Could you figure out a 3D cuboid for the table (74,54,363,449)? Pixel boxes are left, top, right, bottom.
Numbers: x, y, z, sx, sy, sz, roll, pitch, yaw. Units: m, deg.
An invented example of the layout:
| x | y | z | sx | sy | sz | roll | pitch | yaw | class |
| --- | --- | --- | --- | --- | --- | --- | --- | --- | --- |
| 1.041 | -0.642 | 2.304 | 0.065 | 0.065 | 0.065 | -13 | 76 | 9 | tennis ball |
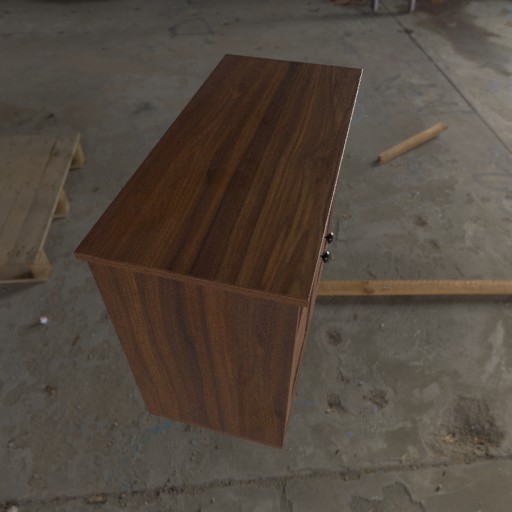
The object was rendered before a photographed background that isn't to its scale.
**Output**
| x | y | z | sx | sy | sz | roll | pitch | yaw | class |
| --- | --- | --- | --- | --- | --- | --- | --- | --- | --- |
| 0.000 | 0.000 | 1.202 | 0.390 | 0.725 | 0.802 | 11 | 47 | 10 | table |
